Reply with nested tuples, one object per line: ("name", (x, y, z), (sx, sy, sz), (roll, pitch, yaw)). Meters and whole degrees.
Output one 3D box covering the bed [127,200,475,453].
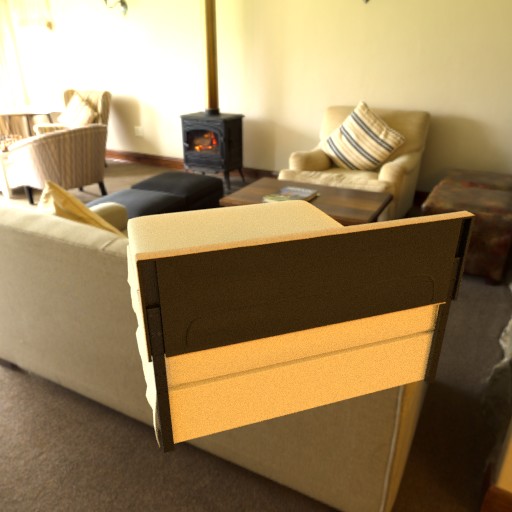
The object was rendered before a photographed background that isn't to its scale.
("bed", (0.000, 0.000, 2.889), (1.616, 1.016, 1.876), (-8, 26, -17))
